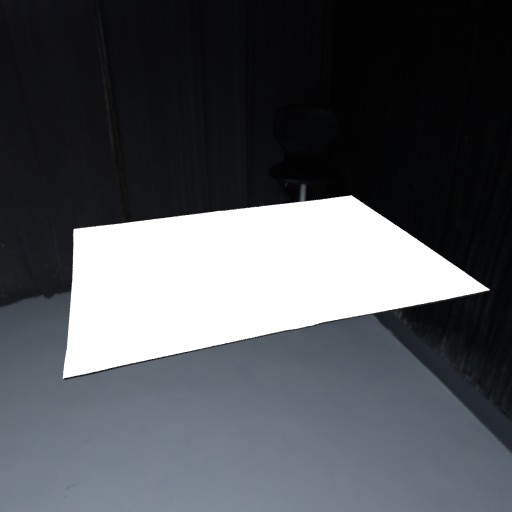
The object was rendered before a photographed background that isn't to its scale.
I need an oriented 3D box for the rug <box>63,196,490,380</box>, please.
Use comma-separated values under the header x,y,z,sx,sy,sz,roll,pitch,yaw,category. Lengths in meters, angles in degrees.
x,y,z,sx,sy,sz,roll,pitch,yaw,category
0.000,0.000,3.615,2.869,0.038,2.032,-9,29,-16,rug
